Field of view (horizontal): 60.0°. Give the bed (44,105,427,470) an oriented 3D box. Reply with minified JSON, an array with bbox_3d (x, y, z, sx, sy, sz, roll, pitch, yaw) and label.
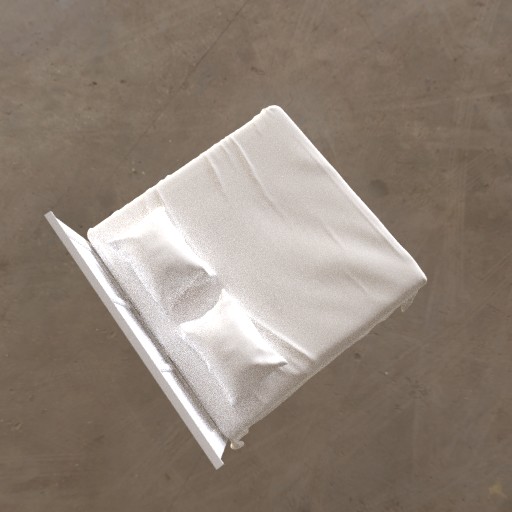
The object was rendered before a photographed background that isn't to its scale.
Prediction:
[{"bbox_3d":[0.000,0.000,3.598,2.215,1.273,2.317,-36,79,-8],"label":"bed"}]
